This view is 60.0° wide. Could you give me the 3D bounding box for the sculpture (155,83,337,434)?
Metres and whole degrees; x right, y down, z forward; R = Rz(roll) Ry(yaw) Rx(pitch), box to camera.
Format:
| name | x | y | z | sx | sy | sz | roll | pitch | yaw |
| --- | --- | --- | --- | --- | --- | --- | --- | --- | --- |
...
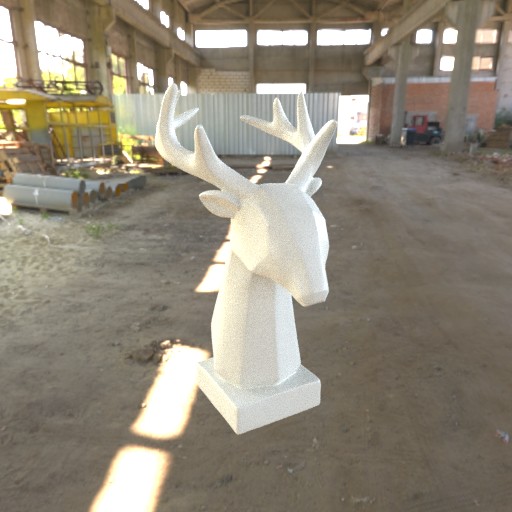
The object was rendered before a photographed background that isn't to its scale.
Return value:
| name | x | y | z | sx | sy | sz | roll | pitch | yaw |
| --- | --- | --- | --- | --- | --- | --- | --- | --- | --- |
| sculpture | 0.000 | 0.000 | 0.459 | 0.174 | 0.329 | 0.224 | -9 | 18 | -28 |
